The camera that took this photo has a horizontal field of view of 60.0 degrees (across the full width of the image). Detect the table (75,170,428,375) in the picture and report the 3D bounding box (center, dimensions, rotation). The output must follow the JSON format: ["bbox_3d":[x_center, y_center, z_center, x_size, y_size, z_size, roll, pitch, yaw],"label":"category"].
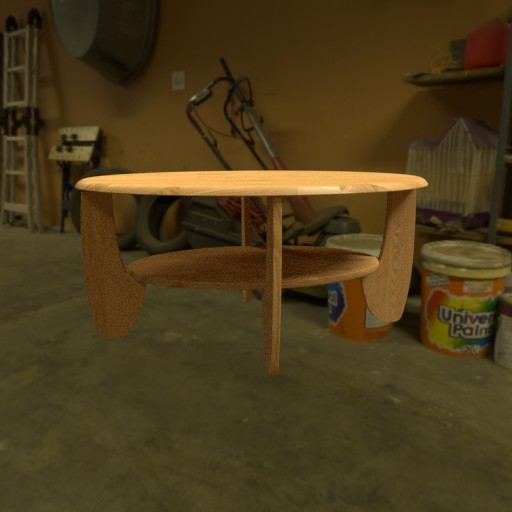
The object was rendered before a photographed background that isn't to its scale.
[{"bbox_3d":[0.000,0.000,1.392,1.040,0.490,0.690,-2,14,-8],"label":"table"}]
